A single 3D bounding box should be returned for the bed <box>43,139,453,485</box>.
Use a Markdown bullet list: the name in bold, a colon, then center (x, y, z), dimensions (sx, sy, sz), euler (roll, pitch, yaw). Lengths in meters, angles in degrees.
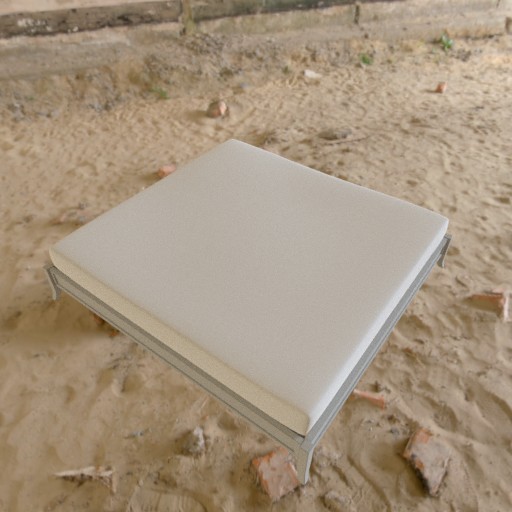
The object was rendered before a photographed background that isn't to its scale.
- **bed**: center (0.000, 0.000, 3.110), dimensions (2.108, 0.510, 2.007), euler (26, 48, 27)
